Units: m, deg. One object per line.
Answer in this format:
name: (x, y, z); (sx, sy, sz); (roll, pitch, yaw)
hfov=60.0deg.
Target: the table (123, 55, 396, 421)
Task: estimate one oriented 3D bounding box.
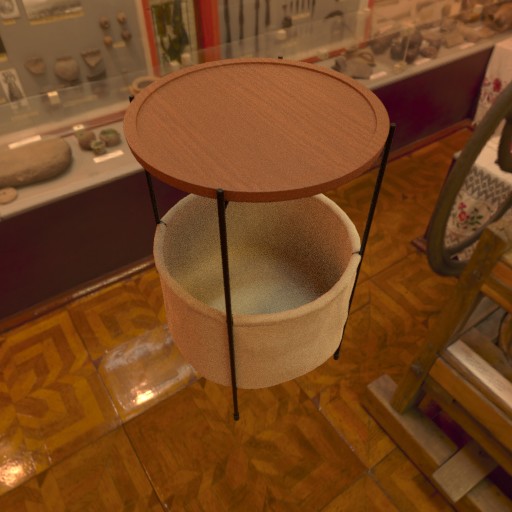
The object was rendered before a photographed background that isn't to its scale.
table: (0.000, 0.000, 0.878); (0.393, 0.623, 0.393); (-25, 51, -22)
